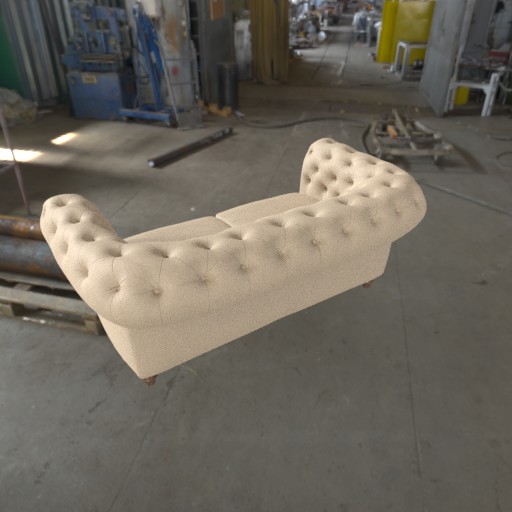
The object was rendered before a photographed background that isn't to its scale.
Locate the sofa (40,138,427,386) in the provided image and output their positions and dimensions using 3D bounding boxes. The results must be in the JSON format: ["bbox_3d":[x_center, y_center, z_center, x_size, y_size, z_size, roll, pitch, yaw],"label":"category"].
[{"bbox_3d":[0.000,0.000,2.499,1.988,0.835,1.069,-19,36,-28],"label":"sofa"}]
